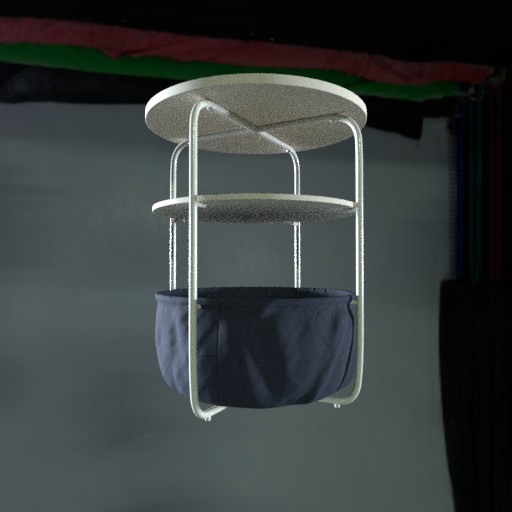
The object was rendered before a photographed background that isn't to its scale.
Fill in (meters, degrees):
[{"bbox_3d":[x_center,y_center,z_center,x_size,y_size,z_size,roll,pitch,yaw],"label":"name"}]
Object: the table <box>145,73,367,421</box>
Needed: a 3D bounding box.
[{"bbox_3d":[0.000,0.000,0.859,0.418,0.532,0.418,0,-1,-17],"label":"table"}]
